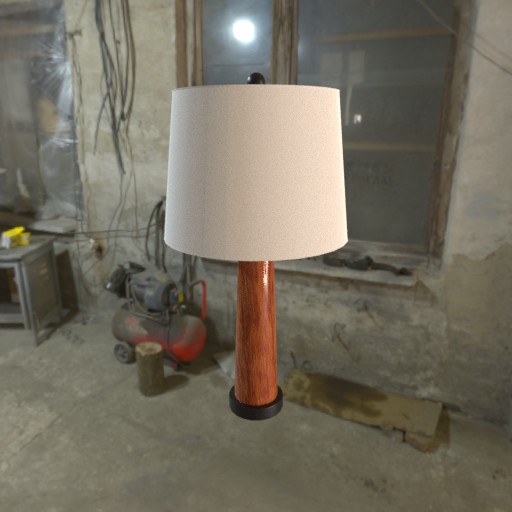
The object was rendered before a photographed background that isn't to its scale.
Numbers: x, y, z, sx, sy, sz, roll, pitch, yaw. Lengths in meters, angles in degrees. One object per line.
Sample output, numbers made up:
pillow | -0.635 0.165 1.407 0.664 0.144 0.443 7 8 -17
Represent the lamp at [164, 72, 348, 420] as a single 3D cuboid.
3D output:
lamp | 0.000 0.000 0.867 0.349 0.667 0.349 0 16 0
